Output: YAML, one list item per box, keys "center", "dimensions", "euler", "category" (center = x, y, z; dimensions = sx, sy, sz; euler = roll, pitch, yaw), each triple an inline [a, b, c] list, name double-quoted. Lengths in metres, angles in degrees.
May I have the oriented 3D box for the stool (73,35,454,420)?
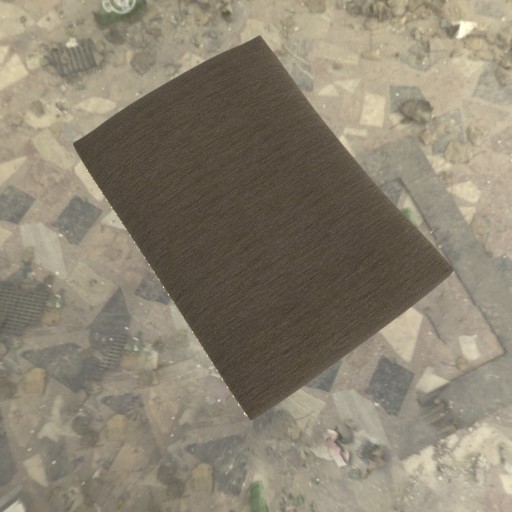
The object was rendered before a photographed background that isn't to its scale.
- center: [0.000, 0.000, 0.947]
  dimensions: [0.372, 0.654, 0.504]
  euler: [-34, 77, -9]
  category: "stool"
